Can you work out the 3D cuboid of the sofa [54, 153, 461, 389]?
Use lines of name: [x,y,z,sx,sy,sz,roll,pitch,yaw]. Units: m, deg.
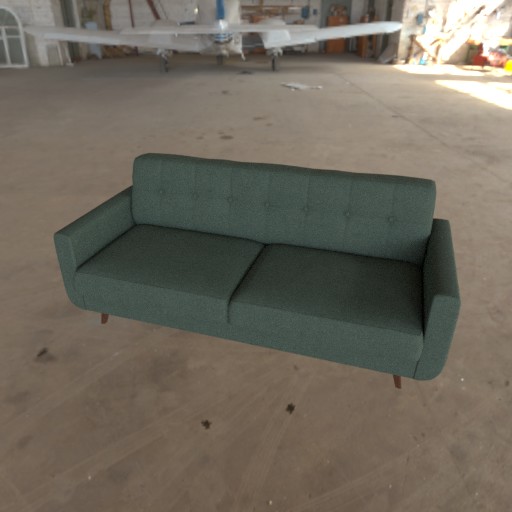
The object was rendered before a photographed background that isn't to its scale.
sofa: [0.000,0.000,2.487,2.029,0.841,0.909,9,30,16]
